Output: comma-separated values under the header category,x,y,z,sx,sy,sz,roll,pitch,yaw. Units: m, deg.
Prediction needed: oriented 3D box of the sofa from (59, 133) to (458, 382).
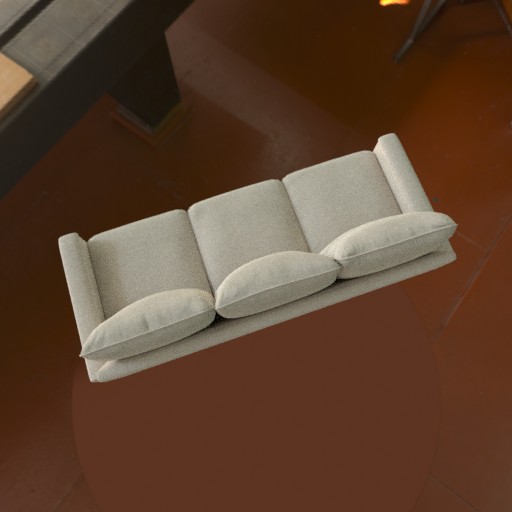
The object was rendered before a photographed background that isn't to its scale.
category,x,y,z,sx,sy,sz,roll,pitch,yaw
sofa,0.000,0.000,2.423,1.925,0.961,0.828,-18,75,-5
